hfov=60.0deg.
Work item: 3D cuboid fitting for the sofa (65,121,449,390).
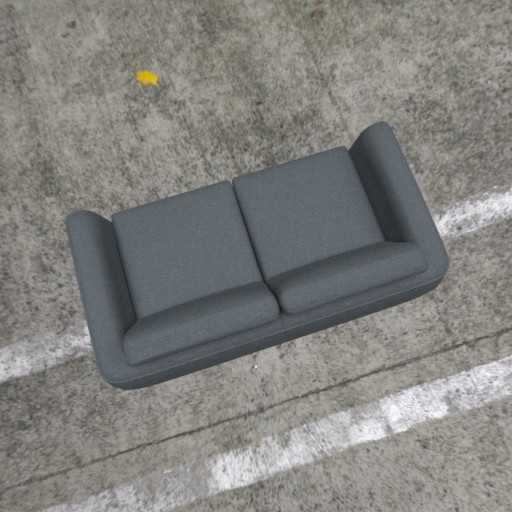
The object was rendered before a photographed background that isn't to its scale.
[{"bbox_3d":[0.000,0.000,2.280,1.700,0.850,0.920,-17,77,-4],"label":"sofa"}]
